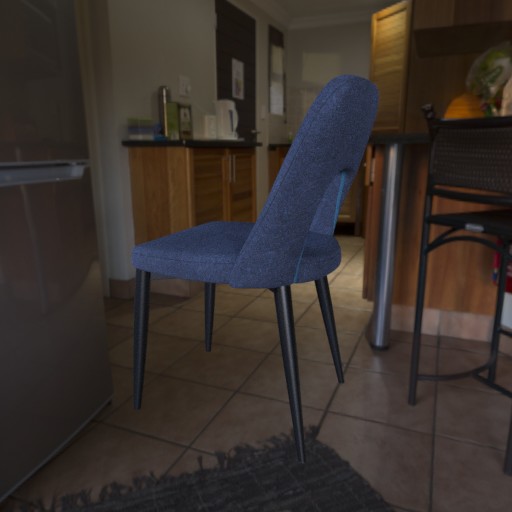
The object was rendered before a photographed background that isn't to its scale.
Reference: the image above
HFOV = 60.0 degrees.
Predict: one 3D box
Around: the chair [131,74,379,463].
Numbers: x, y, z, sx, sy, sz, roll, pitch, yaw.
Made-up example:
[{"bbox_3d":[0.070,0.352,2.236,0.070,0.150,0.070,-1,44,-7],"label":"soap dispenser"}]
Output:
[{"bbox_3d":[0.000,0.000,1.280,0.612,0.931,0.470,7,16,24],"label":"chair"}]
